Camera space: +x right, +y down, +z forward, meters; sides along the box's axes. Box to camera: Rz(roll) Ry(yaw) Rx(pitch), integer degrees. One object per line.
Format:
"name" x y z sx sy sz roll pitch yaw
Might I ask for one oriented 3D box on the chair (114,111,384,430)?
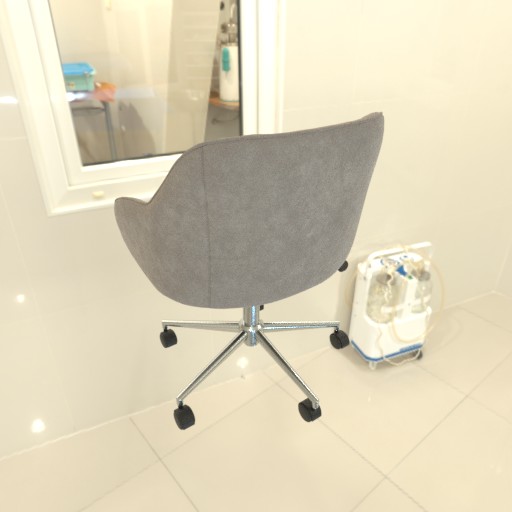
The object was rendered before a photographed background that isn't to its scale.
"chair" 0.000 0.000 1.244 0.635 0.831 0.573 -18 35 -28
